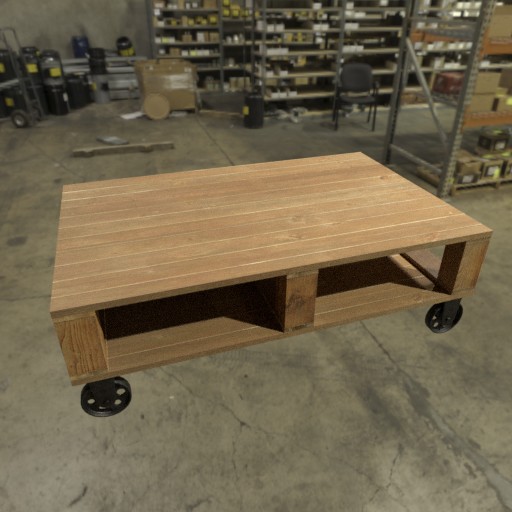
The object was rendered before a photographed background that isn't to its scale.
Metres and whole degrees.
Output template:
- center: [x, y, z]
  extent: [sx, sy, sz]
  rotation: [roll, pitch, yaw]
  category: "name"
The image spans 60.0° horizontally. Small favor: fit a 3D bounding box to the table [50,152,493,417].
- center: [0.000, 0.000, 1.661]
  extent: [1.299, 0.413, 0.827]
  rotation: [-10, 32, -16]
  category: "table"
